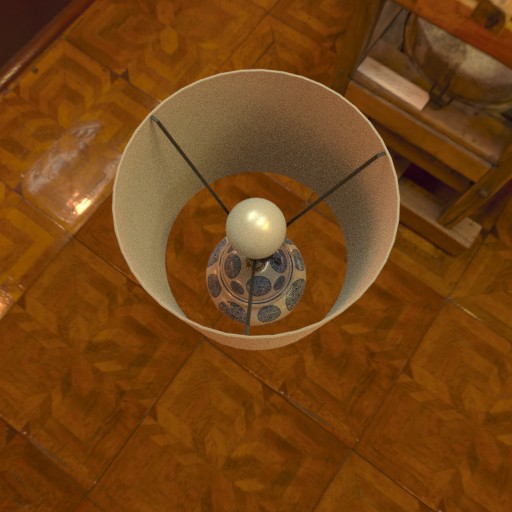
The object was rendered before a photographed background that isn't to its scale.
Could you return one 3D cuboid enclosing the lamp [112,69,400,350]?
[{"bbox_3d":[0.000,0.000,0.516,0.215,0.381,0.215,37,79,9],"label":"lamp"}]
